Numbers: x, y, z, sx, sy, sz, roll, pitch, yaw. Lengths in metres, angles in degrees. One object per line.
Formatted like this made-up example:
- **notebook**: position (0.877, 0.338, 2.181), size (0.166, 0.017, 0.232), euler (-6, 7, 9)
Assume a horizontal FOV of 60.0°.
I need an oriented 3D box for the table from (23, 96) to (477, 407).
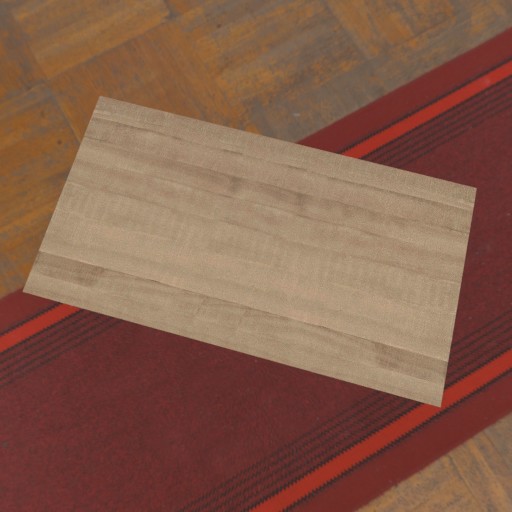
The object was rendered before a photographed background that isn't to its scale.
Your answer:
- **table**: position (0.000, 0.000, 1.337), size (1.062, 0.393, 0.574), euler (15, 77, 3)
